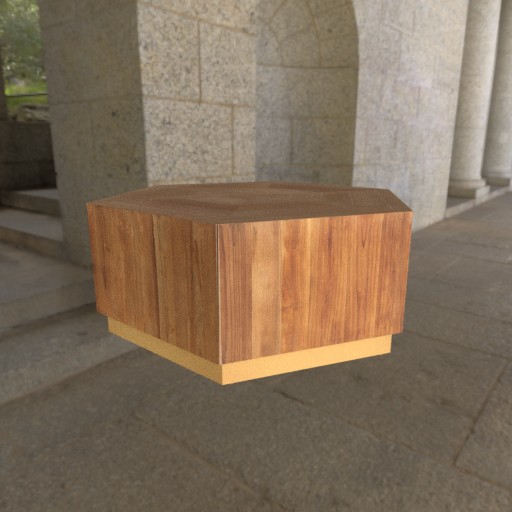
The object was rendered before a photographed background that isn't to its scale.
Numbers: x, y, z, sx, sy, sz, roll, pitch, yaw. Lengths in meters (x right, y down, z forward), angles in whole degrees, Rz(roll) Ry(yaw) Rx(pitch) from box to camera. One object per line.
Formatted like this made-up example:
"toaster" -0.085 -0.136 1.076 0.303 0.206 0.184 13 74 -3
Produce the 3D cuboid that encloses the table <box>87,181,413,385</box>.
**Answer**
"table" 0.000 0.000 1.666 1.000 0.456 1.154 2 15 9
